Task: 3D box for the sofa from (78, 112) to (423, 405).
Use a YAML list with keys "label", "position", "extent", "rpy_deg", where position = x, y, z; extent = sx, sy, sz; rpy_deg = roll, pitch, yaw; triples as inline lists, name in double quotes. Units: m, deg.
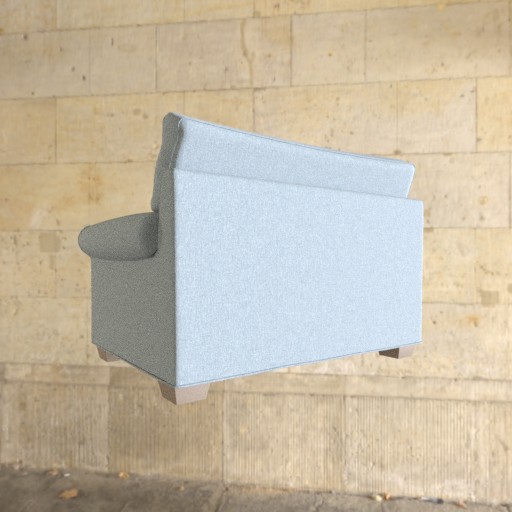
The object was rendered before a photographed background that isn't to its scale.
- label: "sofa"
  position: [0.000, 0.000, 2.101]
  extent: [1.410, 0.953, 0.940]
  rpy_deg: [0, 0, -35]
